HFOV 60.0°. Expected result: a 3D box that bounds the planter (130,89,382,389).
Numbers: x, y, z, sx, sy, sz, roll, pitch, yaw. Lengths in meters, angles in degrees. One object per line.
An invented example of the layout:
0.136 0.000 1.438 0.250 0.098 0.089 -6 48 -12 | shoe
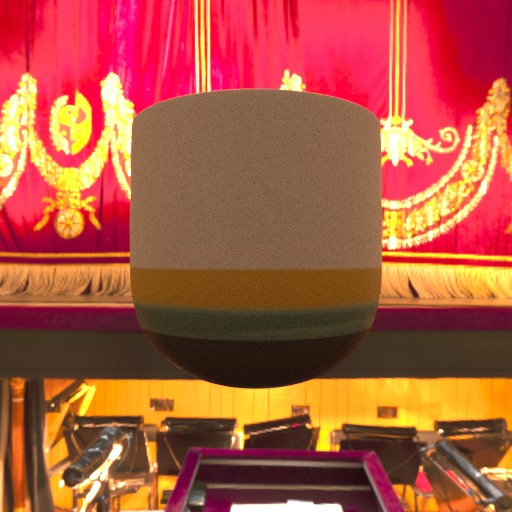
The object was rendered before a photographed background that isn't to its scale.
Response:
0.000 0.000 0.490 0.268 0.270 0.268 0 0 0 | planter
